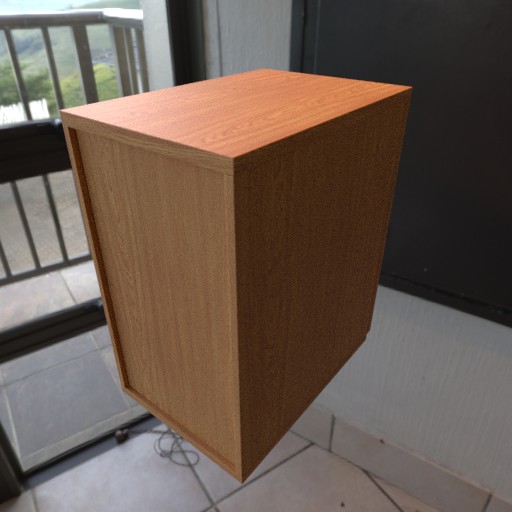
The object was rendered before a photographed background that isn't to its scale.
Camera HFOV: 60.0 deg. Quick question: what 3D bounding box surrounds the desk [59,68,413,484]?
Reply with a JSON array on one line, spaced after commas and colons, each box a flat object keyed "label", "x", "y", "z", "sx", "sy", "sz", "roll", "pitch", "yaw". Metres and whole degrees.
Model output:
[{"label": "desk", "x": 0.000, "y": 0.000, "z": 1.059, "sx": 0.404, "sy": 0.730, "sz": 0.600, "roll": 22, "pitch": 38, "yaw": 32}]
